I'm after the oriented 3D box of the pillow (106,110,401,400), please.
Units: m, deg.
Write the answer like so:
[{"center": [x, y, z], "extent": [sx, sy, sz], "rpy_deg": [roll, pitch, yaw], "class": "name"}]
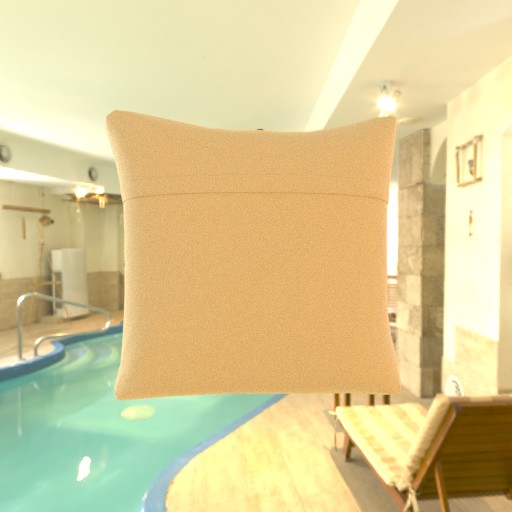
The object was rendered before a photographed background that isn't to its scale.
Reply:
[{"center": [0.000, 0.000, 0.733], "extent": [0.484, 0.470, 0.192], "rpy_deg": [0, 2, -2], "class": "pillow"}]
